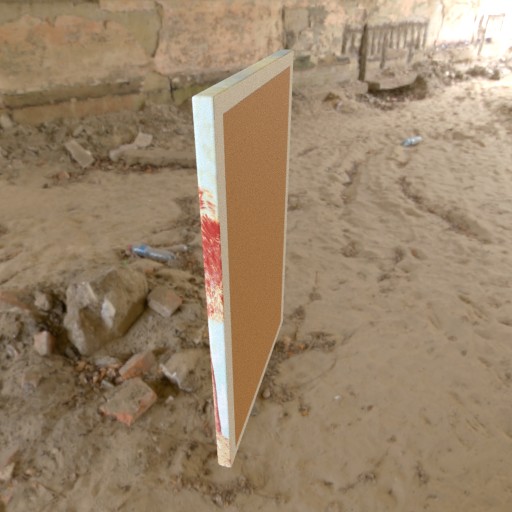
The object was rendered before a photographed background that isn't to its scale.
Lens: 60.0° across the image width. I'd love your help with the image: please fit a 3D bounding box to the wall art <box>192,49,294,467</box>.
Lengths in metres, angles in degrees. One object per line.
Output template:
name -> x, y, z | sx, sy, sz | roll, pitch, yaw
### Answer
wall art -> 0.000, 0.000, 1.152 | 0.037, 0.915, 0.605 | 8, 32, 13
